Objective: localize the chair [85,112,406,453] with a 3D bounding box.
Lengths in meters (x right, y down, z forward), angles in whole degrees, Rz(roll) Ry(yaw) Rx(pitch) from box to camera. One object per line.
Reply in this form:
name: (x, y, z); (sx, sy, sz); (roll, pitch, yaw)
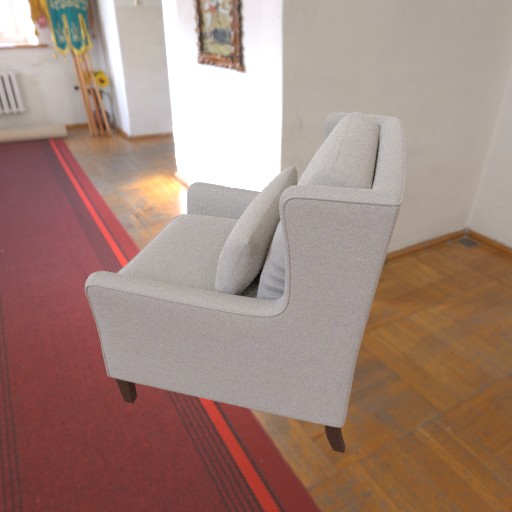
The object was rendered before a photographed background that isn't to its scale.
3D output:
chair: (0.000, 0.000, 1.847); (1.040, 1.056, 0.982); (8, 31, 13)
